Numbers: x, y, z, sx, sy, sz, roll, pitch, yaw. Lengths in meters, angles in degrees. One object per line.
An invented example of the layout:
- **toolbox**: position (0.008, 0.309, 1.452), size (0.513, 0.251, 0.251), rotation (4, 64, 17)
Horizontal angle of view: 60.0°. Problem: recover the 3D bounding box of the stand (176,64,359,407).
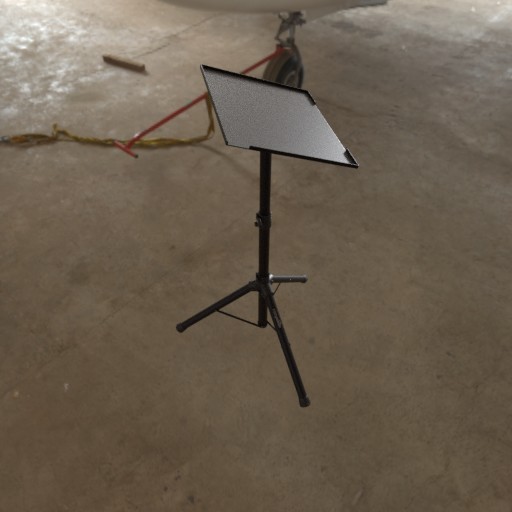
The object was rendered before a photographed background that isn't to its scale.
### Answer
- **stand**: position (0.000, 0.000, 1.629), size (0.702, 1.198, 0.702), rotation (-9, 47, -9)
